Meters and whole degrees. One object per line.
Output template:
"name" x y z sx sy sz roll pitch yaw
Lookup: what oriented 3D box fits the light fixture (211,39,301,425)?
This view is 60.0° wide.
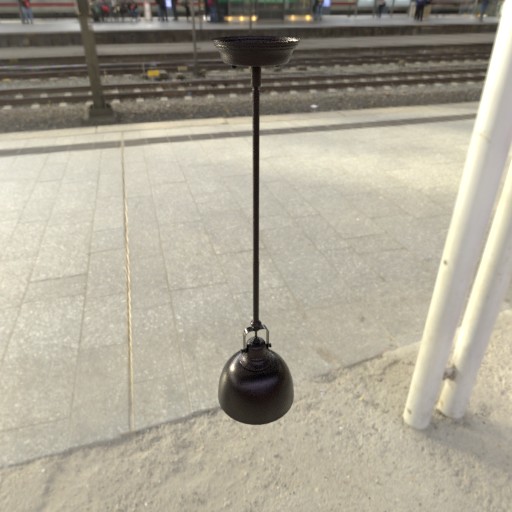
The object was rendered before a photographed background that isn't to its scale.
"light fixture" 0.000 0.000 0.872 0.182 0.768 0.182 -9 31 -15
